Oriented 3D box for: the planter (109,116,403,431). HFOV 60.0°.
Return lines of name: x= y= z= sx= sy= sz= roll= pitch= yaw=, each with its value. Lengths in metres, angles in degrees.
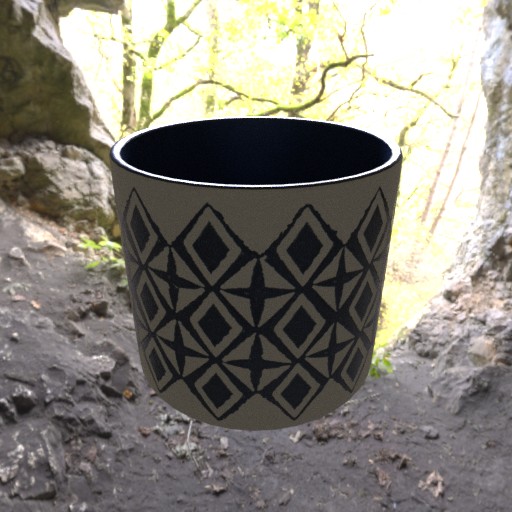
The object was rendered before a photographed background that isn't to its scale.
planter: x=0.000 y=0.000 z=0.321 sx=0.182 sy=0.165 sz=0.182 roll=0 pitch=27 yaw=0
